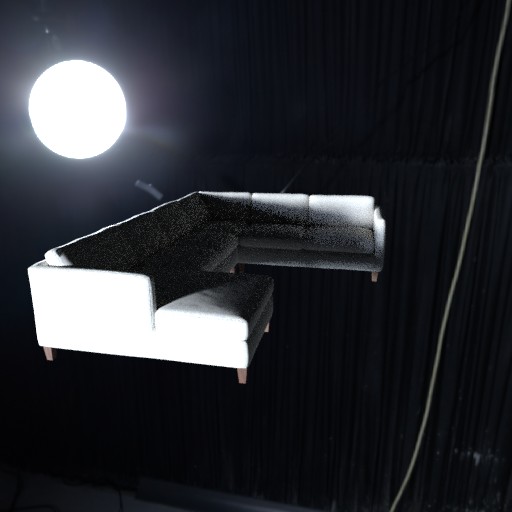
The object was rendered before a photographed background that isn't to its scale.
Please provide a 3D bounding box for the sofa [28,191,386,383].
[{"bbox_3d":[0.000,0.000,4.335,2.551,0.853,3.238,3,16,12],"label":"sofa"}]
